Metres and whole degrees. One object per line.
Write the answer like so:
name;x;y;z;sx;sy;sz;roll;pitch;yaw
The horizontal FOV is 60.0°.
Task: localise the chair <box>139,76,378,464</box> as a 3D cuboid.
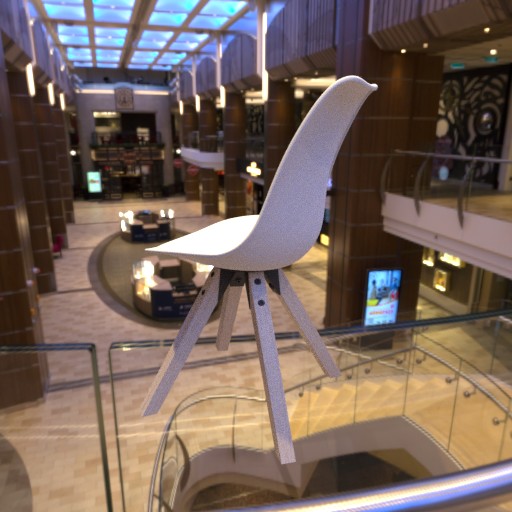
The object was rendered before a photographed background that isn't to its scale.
chair;0.000;0.000;1.178;0.550;0.850;0.485;8;18;24
